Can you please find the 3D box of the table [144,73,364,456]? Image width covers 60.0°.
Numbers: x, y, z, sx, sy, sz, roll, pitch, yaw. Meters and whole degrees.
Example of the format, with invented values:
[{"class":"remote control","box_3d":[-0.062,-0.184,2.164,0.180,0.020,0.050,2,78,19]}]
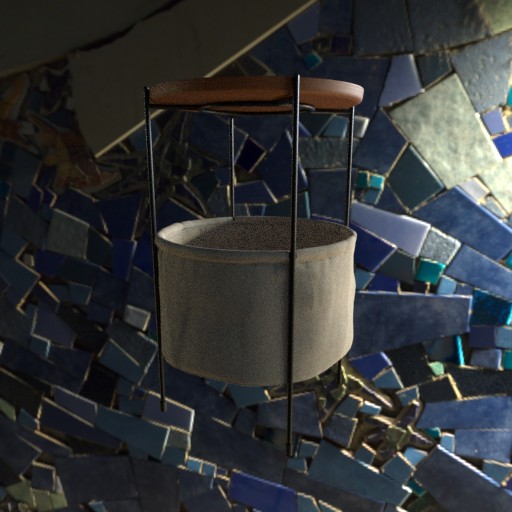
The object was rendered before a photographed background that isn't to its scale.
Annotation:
[{"class":"table","box_3d":[0.000,0.000,0.887,0.393,0.623,0.393,7,15,27]}]
